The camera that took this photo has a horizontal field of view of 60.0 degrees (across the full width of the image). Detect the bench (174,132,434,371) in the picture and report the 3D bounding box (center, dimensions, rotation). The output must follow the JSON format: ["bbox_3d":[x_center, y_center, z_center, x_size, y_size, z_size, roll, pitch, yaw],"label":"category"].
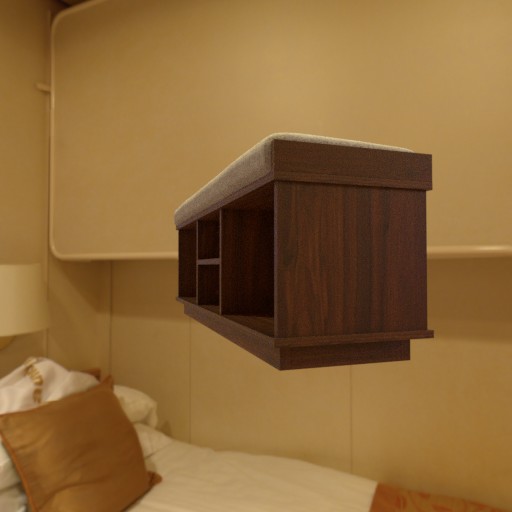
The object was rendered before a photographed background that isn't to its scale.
[{"bbox_3d":[0.000,0.000,1.422,0.367,0.468,1.196,0,-1,-19],"label":"bench"}]
